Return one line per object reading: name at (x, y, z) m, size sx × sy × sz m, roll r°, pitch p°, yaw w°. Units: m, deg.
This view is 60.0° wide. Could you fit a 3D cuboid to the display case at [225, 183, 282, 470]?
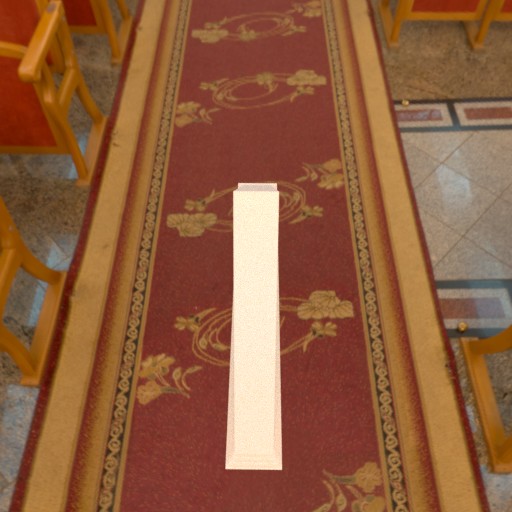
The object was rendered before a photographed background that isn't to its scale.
display case at (0.000, 0.000, 0.780) m, size 0.095 × 0.340 × 0.640 m, roll 1°, pitch 57°, yaw 0°
